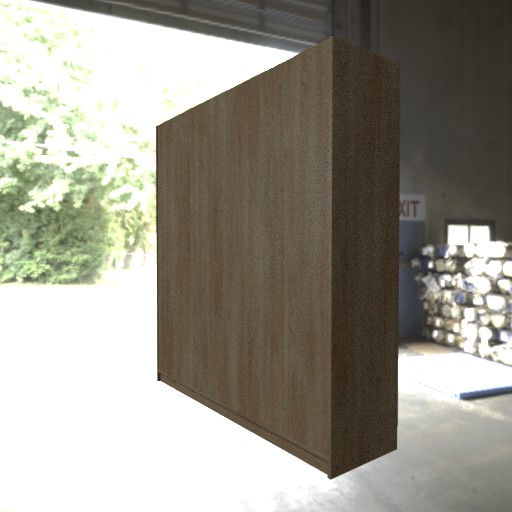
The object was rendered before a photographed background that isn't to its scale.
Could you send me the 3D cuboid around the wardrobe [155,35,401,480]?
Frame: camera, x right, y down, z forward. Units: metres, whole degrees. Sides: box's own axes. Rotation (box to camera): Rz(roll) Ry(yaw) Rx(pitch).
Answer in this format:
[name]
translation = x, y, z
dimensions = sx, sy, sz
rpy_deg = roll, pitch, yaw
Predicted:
[wardrobe]
translation = 0.000, 0.000, 3.125
dimensions = 0.598, 2.159, 1.998
rpy_deg = -1, 2, -37
